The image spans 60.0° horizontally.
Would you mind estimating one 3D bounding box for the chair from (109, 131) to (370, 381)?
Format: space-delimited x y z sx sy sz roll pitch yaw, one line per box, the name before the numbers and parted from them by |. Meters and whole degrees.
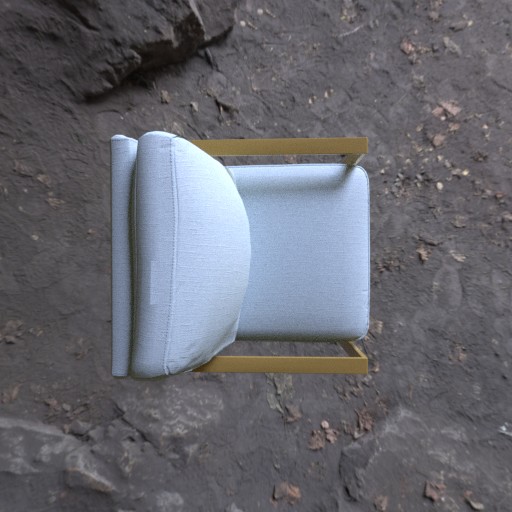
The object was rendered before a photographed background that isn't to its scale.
chair | 0.000 0.000 1.531 0.813 0.956 0.758 0 90 1
